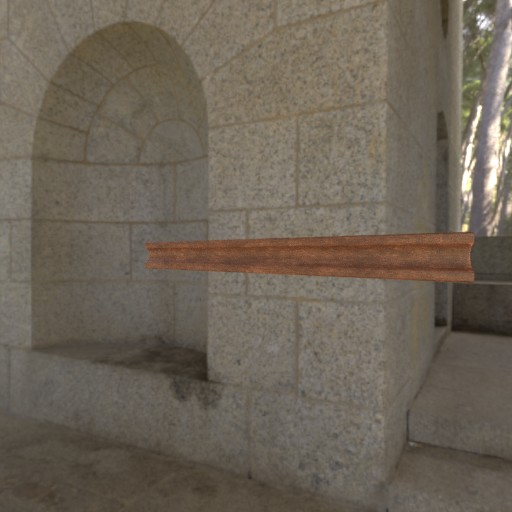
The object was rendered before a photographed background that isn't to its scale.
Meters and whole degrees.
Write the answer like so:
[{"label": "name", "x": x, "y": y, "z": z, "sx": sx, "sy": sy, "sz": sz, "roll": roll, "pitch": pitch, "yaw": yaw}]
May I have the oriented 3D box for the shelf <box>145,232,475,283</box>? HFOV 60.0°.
[{"label": "shelf", "x": 0.000, "y": 0.000, "z": 0.449, "sx": 0.296, "sy": 0.035, "sz": 0.296, "roll": 0, "pitch": 0, "yaw": 0}]
